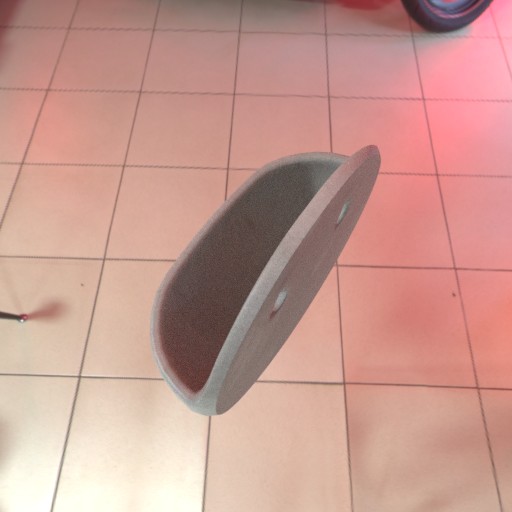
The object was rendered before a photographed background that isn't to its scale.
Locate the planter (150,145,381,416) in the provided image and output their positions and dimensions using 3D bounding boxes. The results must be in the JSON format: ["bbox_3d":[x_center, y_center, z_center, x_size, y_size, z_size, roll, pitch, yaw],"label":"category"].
[{"bbox_3d":[0.000,0.000,0.275,0.073,0.164,0.190,31,67,15],"label":"planter"}]
